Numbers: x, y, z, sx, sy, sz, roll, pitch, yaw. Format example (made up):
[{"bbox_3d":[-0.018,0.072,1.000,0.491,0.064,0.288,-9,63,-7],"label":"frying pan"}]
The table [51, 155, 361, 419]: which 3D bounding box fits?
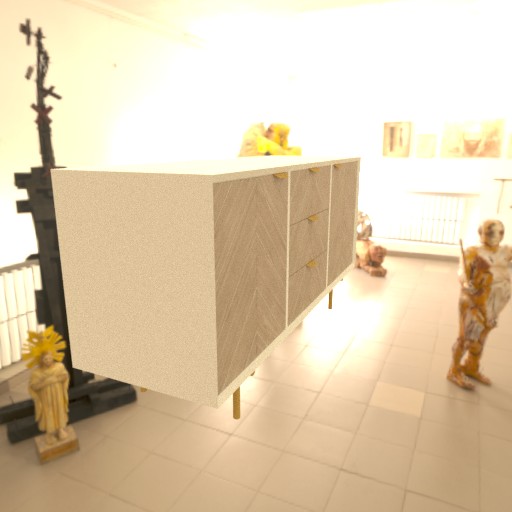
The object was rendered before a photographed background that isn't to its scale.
[{"bbox_3d":[0.000,0.000,1.834,0.508,0.769,1.500,7,16,24],"label":"table"}]
